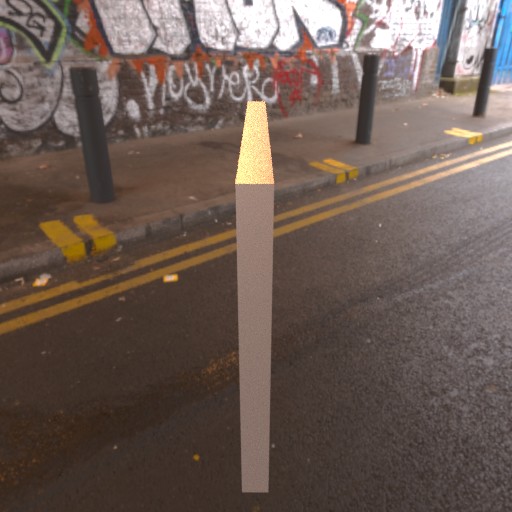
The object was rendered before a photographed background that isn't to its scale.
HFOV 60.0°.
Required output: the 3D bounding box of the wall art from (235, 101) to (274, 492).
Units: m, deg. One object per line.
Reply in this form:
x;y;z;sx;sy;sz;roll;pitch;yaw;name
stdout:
0.000;0.000;1.409;0.066;0.801;1.056;0;26;0;wall art
